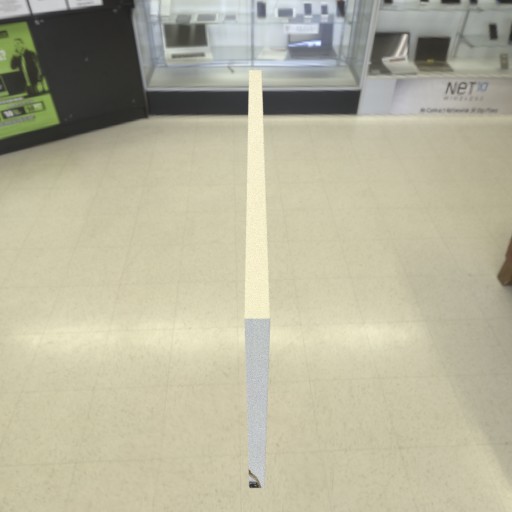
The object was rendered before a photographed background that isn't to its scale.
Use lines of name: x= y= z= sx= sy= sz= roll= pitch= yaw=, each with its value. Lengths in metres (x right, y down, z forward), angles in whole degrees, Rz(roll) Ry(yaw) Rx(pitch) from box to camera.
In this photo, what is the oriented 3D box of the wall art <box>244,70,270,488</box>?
wall art: x=0.000 y=0.000 z=1.128 sx=0.038 sy=0.601 sz=0.898 roll=0 pitch=43 yaw=0
